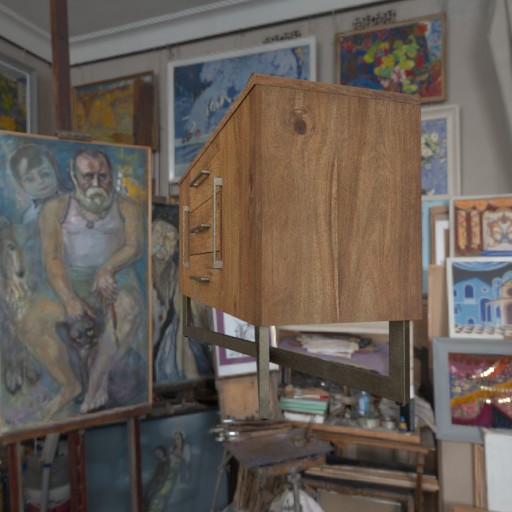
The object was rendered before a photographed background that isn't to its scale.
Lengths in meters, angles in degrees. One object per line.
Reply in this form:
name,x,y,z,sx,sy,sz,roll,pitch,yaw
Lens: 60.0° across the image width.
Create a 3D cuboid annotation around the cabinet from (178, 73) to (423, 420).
cabinet,0.000,0.000,1.735,0.480,0.812,1.373,0,-1,-17
